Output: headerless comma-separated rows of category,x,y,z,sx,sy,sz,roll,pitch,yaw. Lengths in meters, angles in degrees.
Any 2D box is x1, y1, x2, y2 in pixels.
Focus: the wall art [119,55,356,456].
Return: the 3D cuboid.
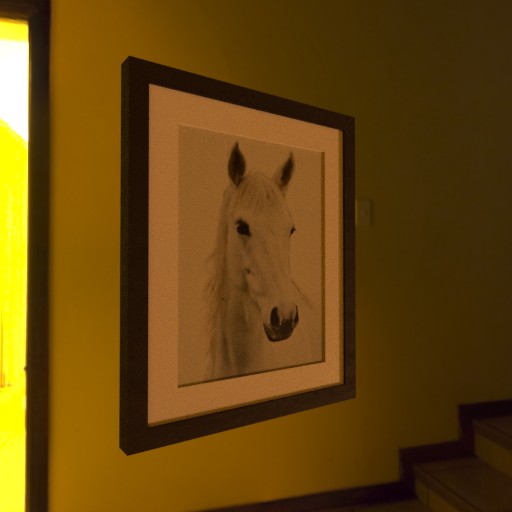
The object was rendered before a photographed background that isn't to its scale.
wall art,0.000,0.000,0.756,0.455,0.552,0.034,1,-1,-35
